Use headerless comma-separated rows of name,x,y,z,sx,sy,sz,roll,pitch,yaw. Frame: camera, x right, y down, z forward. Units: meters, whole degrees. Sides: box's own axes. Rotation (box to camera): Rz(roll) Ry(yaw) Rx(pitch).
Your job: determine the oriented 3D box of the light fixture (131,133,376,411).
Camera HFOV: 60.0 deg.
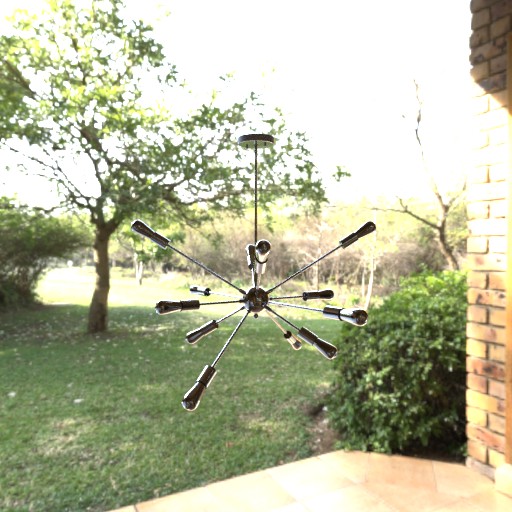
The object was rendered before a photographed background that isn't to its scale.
light fixture,0.000,0.000,1.054,0.509,0.558,0.684,-1,1,-34
